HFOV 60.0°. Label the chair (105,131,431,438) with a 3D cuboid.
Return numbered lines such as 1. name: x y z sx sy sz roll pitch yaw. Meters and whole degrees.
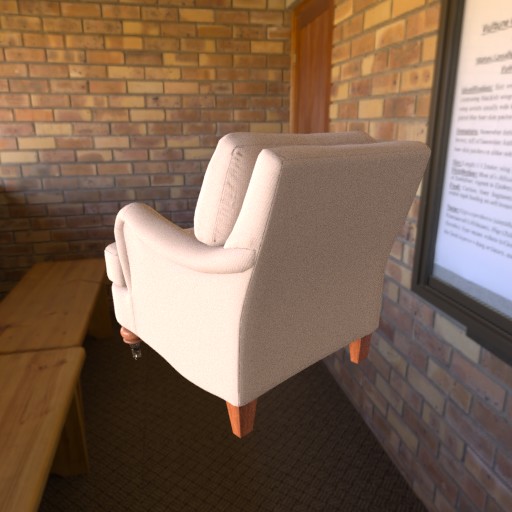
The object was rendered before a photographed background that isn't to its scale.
1. chair: 0.000 0.000 1.911 0.955 1.038 1.070 -15 22 -42
